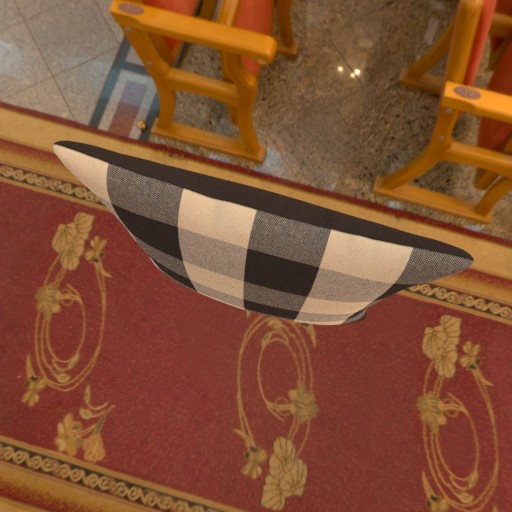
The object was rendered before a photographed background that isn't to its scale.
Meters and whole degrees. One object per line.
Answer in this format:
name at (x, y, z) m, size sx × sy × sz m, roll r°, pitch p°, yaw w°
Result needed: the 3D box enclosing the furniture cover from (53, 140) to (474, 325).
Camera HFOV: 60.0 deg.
furniture cover at (0.000, 0.000, 0.758) m, size 0.511 × 0.509 × 0.161 m, roll 16°, pitch 76°, yaw 4°
